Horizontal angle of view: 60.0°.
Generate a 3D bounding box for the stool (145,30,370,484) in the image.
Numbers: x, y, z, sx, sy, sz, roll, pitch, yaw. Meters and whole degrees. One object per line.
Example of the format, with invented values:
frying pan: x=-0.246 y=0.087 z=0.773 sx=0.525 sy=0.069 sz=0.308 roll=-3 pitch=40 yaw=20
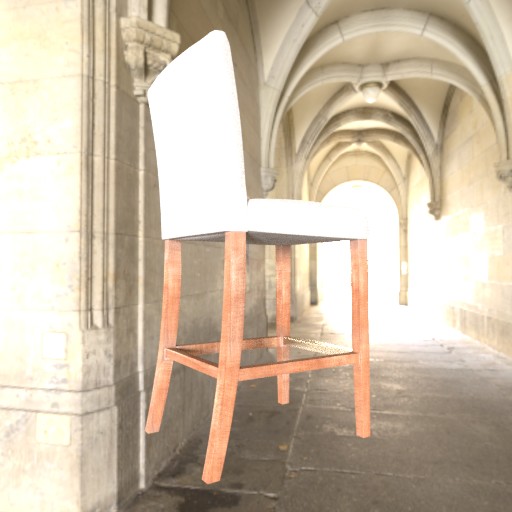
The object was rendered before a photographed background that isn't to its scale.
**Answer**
stool: x=0.000 y=0.000 z=1.372 sx=0.570 sy=1.088 sz=0.439 roll=1 pitch=-2 yaw=-34
